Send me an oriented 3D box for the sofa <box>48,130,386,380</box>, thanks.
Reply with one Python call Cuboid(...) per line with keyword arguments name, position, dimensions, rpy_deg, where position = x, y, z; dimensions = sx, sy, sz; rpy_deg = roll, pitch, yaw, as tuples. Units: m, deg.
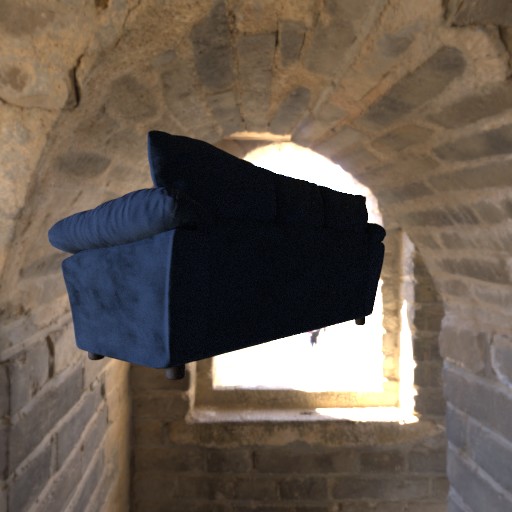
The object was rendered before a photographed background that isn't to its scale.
Cuboid(name="sofa", position=(0.000, 0.000, 2.876), dimensions=(0.907, 1.091, 2.390), rpy_deg=(0, 0, 38))
